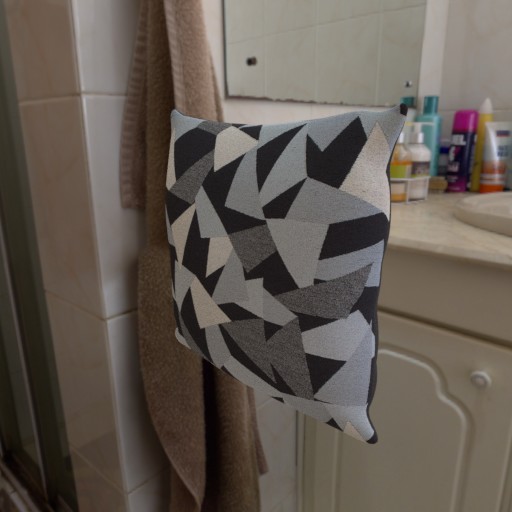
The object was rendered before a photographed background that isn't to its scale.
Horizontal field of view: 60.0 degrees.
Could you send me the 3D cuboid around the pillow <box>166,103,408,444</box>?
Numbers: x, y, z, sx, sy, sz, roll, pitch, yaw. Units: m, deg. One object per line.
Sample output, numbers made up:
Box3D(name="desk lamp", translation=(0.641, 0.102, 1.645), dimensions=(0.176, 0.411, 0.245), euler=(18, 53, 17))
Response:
Box3D(name="pillow", translation=(0.000, 0.000, 0.765), dimensions=(0.503, 0.496, 0.208), euler=(15, 22, 43))
